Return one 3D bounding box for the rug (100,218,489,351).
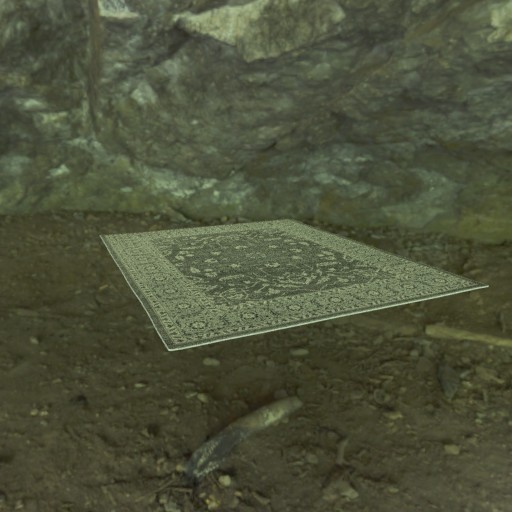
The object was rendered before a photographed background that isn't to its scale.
[{"bbox_3d":[0.000,0.000,4.164,2.451,0.026,3.069,-7,17,-24],"label":"rug"}]
